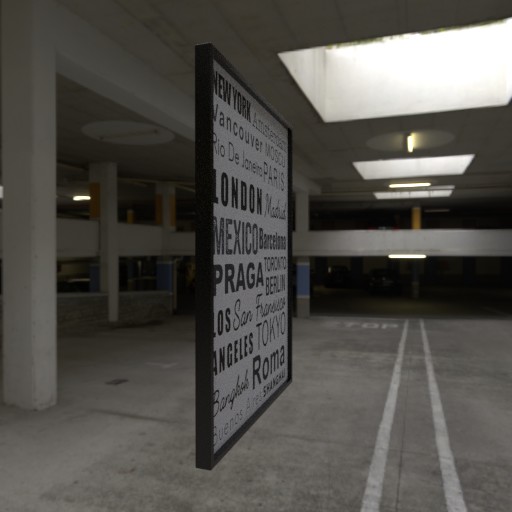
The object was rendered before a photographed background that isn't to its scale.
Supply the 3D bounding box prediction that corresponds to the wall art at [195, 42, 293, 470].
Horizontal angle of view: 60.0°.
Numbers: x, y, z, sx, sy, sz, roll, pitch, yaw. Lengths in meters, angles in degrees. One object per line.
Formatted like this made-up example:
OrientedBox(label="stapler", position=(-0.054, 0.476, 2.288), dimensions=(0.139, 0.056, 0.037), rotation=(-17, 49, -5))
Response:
OrientedBox(label="wall art", position=(0.000, 0.000, 1.460), dimensions=(0.043, 1.046, 0.788), rotation=(0, 1, 19))
